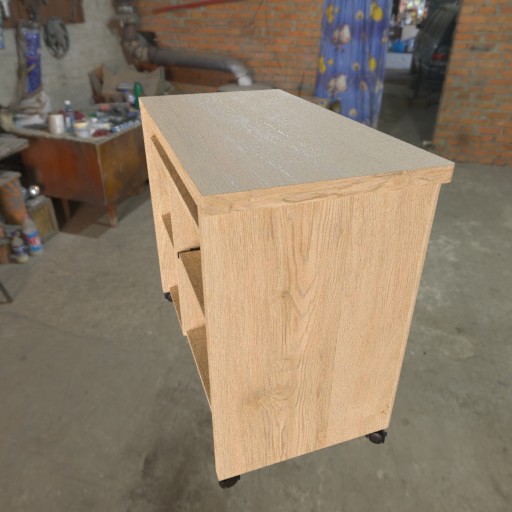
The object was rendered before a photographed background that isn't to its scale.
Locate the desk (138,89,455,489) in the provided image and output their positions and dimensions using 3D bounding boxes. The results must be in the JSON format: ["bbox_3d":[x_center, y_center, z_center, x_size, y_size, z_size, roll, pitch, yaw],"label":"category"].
[{"bbox_3d":[0.000,0.000,1.295,0.480,0.770,0.885,-10,31,-17],"label":"desk"}]
